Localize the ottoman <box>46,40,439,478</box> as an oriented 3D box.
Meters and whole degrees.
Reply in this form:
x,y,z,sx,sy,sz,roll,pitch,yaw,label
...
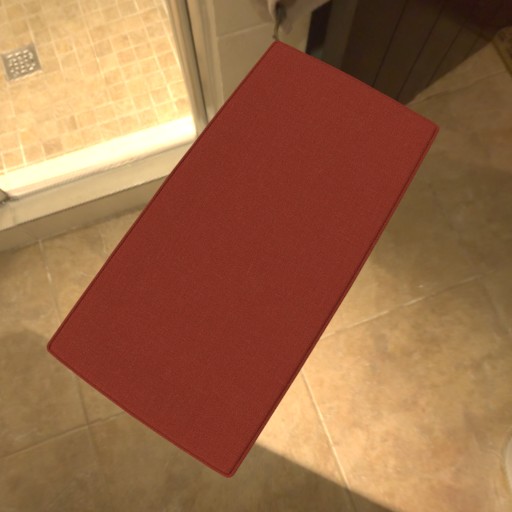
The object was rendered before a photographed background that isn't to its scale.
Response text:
x,y,z,sx,sy,sz,roll,pitch,yaw,label
0.000,0.000,1.211,0.497,0.454,0.948,32,77,8,ottoman
